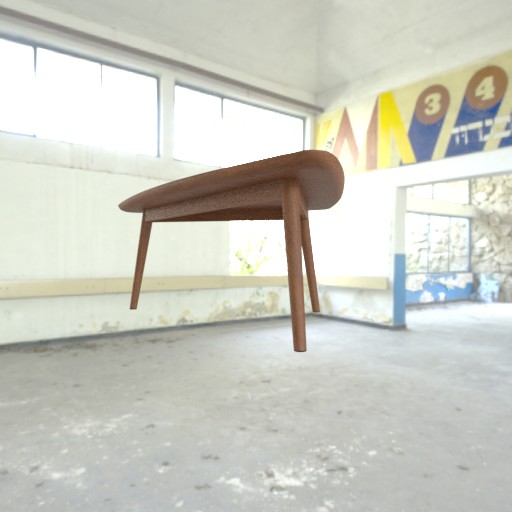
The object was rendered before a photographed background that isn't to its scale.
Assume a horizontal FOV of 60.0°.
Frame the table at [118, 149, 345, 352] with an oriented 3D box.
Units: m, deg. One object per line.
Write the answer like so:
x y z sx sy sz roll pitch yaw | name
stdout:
0.000 0.000 1.311 0.601 0.365 1.008 0 -1 -36 | table
